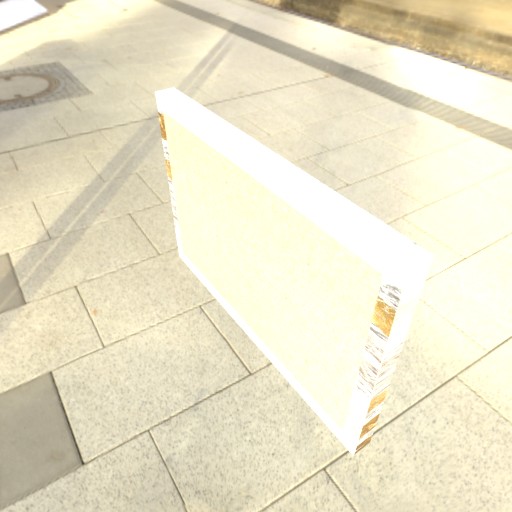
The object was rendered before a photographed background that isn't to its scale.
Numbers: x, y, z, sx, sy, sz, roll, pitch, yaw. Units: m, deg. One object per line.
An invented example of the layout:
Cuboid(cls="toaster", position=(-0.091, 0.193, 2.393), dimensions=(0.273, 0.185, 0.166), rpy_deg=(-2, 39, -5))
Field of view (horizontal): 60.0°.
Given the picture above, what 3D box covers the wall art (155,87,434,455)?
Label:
Cuboid(cls="wall art", position=(0.000, 0.000, 0.783), dimensions=(0.041, 0.407, 0.606), rpy_deg=(-24, 46, -26))
